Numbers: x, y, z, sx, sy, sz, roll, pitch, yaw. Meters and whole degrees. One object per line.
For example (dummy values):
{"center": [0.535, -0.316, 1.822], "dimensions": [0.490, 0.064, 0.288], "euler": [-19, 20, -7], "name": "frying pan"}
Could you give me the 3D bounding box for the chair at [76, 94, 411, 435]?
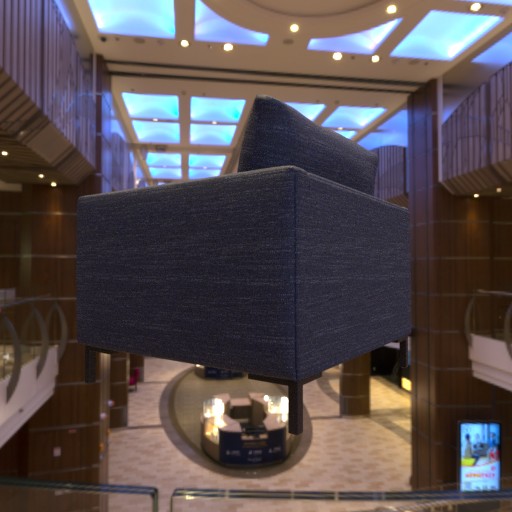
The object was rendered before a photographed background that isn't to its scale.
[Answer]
{"center": [0.000, 0.000, 1.628], "dimensions": [0.866, 0.861, 0.963], "euler": [-1, -2, 35], "name": "chair"}
